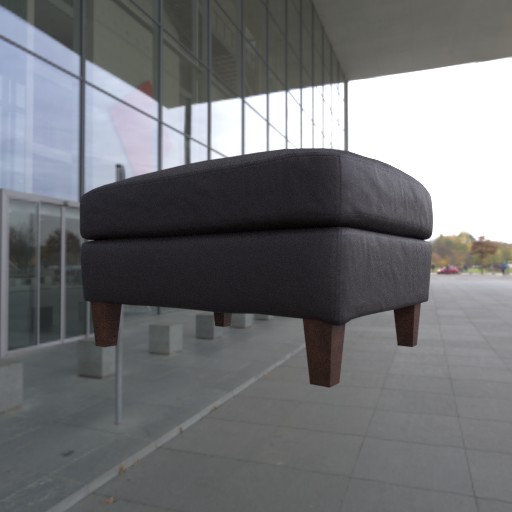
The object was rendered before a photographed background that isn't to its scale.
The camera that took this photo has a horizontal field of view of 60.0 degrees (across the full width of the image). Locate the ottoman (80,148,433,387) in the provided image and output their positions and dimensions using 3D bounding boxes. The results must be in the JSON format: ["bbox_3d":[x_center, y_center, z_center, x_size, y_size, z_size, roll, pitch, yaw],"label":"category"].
[{"bbox_3d":[0.000,0.000,1.314,0.887,0.529,0.659,-1,-2,36],"label":"ottoman"}]
